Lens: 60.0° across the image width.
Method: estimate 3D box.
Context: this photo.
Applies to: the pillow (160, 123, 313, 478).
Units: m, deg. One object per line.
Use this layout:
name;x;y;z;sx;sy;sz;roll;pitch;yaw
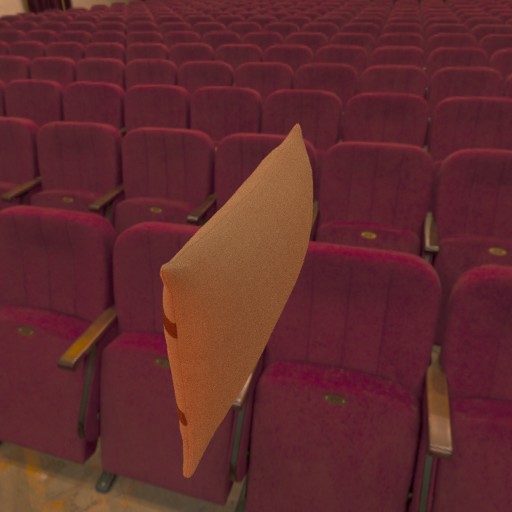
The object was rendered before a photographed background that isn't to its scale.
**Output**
pillow;0.000;0.000;0.731;0.148;0.308;0.612;9;31;14
